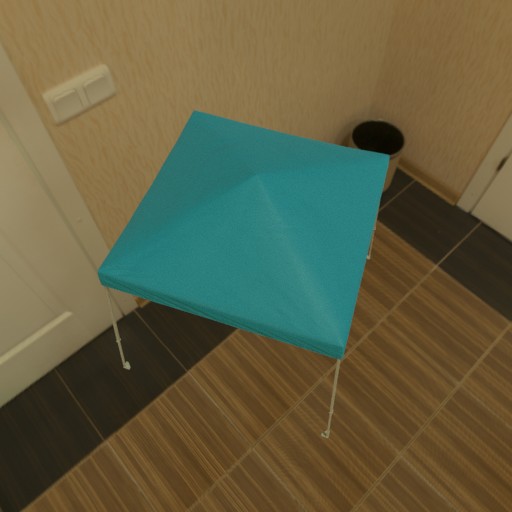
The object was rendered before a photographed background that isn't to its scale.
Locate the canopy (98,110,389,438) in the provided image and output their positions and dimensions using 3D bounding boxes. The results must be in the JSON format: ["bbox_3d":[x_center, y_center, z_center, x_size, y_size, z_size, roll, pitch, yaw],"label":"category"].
[{"bbox_3d":[0.000,0.000,6.680,3.600,3.600,3.599,16,60,10],"label":"canopy"}]
